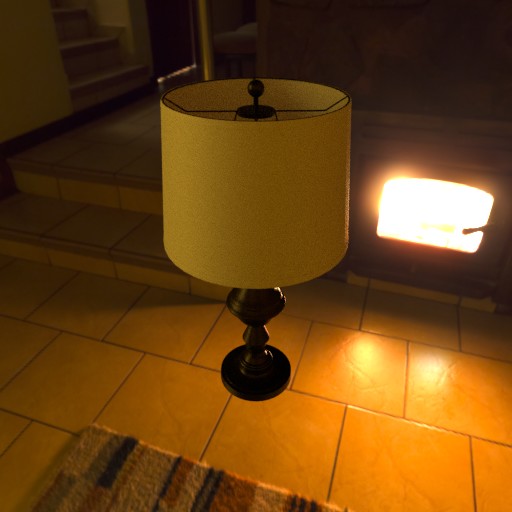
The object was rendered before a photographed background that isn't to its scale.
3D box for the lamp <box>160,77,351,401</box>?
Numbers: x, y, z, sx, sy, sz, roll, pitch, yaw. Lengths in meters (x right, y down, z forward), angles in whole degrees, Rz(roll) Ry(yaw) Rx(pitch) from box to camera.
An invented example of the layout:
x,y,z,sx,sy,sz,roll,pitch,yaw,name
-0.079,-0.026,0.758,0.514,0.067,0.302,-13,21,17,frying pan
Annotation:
x,y,z,sx,sy,sz,roll,pitch,yaw,name
0.000,0.000,0.964,0.383,0.726,0.383,0,32,0,lamp
